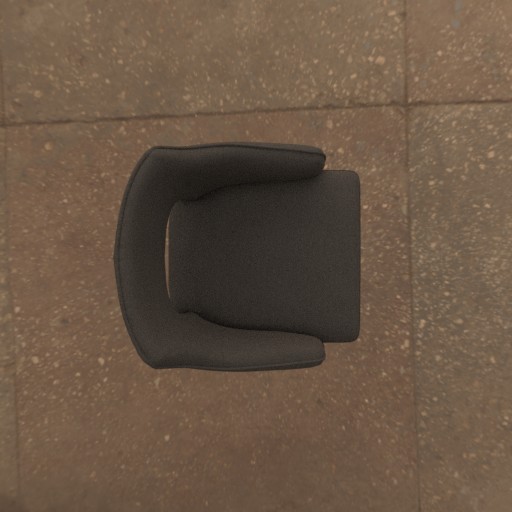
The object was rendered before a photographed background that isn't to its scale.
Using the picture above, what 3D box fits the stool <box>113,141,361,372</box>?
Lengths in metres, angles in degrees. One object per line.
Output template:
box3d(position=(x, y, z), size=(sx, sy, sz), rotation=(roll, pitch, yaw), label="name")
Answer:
box3d(position=(0.000, 0.000, 1.351), size=(0.558, 1.012, 0.548), rotation=(0, 90, 1), label="stool")
